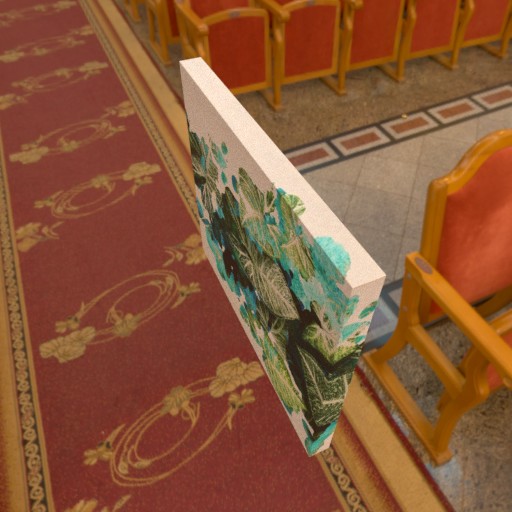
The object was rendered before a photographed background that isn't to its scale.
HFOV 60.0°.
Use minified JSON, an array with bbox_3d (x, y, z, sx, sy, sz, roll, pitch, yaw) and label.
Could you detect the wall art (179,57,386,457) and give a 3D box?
[{"bbox_3d":[0.000,0.000,0.716,0.041,0.435,0.507,-18,50,-16],"label":"wall art"}]
